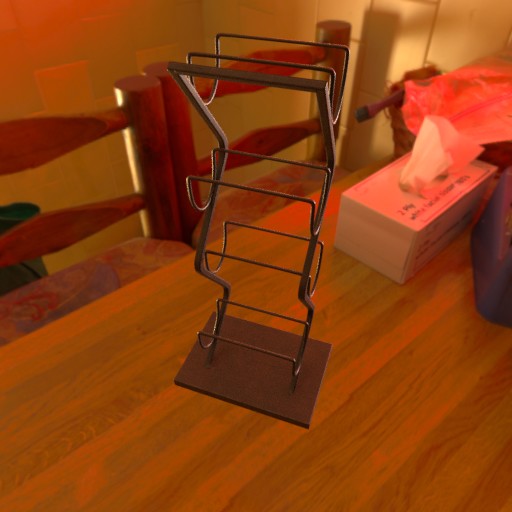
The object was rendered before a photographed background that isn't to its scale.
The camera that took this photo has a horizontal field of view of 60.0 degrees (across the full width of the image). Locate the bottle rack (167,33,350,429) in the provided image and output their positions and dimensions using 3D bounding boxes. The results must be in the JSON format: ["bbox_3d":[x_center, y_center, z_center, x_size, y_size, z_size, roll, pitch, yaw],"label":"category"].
[{"bbox_3d":[0.000,0.000,0.660,0.254,0.559,0.178,13,43,15],"label":"bottle rack"}]
